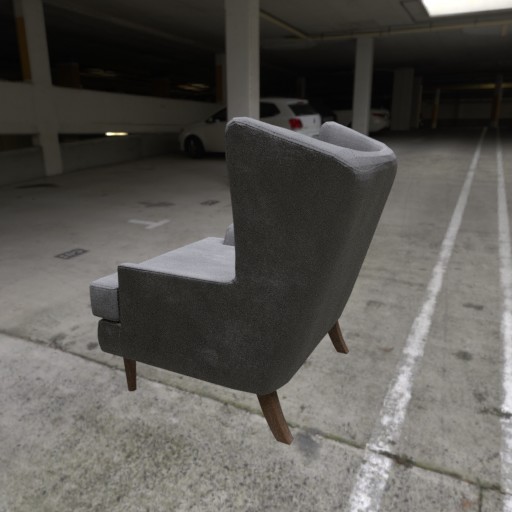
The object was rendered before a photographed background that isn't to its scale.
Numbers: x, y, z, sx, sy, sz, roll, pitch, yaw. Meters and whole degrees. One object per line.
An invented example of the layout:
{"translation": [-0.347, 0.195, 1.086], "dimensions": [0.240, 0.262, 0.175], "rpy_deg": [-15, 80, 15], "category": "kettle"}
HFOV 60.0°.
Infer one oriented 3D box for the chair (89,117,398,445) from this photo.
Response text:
{"translation": [0.000, 0.000, 1.622], "dimensions": [0.906, 0.950, 0.784], "rpy_deg": [8, 18, 26], "category": "chair"}
